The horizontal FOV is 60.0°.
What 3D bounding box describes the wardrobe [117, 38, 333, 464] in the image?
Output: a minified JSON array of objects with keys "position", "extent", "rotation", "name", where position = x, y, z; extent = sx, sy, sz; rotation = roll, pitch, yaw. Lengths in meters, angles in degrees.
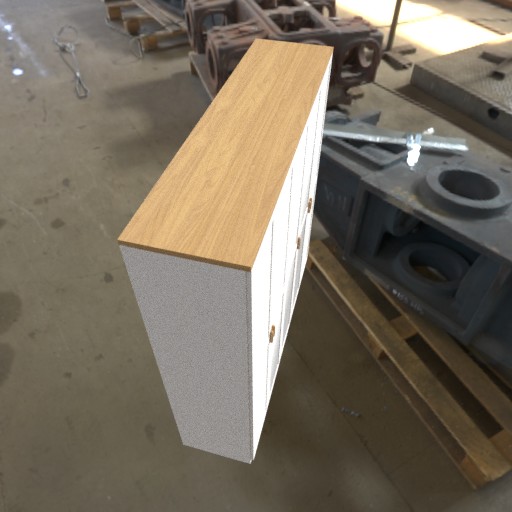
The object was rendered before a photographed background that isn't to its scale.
[{"position":[0.000,0.000,3.301],"extent":[0.590,2.260,2.160],"rotation":[11,48,10],"name":"wardrobe"}]
